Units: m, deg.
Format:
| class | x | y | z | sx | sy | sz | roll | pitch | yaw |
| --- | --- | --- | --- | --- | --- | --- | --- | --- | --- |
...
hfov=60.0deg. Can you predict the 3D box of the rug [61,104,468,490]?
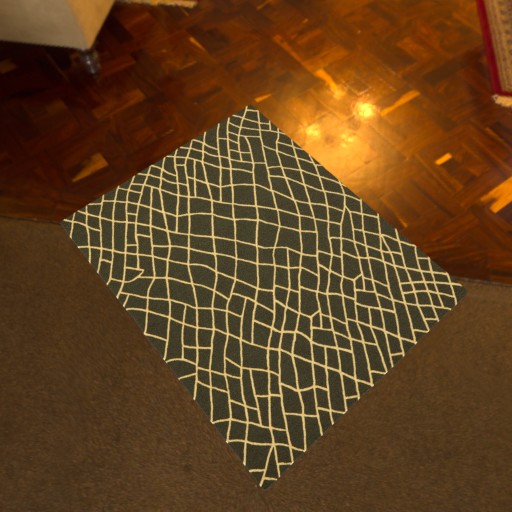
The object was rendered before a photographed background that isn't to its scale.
| class | x | y | z | sx | sy | sz | roll | pitch | yaw |
| --- | --- | --- | --- | --- | --- | --- | --- | --- | --- |
| rug | 0.000 | 0.000 | 4.147 | 2.439 | 0.022 | 3.047 | -37 | 68 | -17 |
